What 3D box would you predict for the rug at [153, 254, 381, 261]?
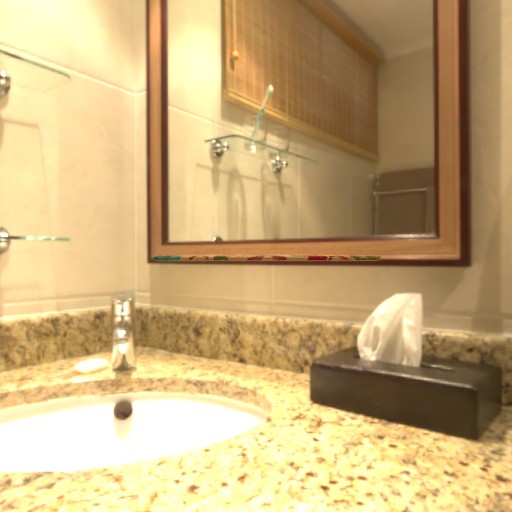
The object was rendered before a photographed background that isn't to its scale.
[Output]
[{"bbox_3d":[0.000,0.000,2.441,0.693,0.016,2.273,0,0,-2],"label":"rug"}]
